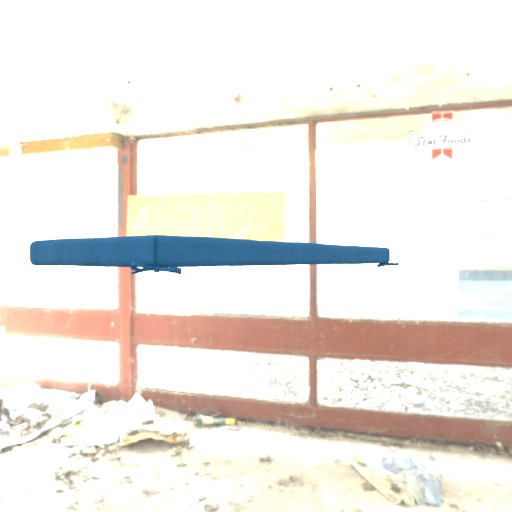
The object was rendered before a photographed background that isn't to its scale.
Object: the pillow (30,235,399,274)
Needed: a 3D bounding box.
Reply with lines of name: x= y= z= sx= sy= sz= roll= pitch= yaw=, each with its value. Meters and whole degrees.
pillow: x=0.000 y=0.000 z=1.353 sx=0.492 sy=0.081 sz=1.187 roll=0 pitch=-1 yaw=37
